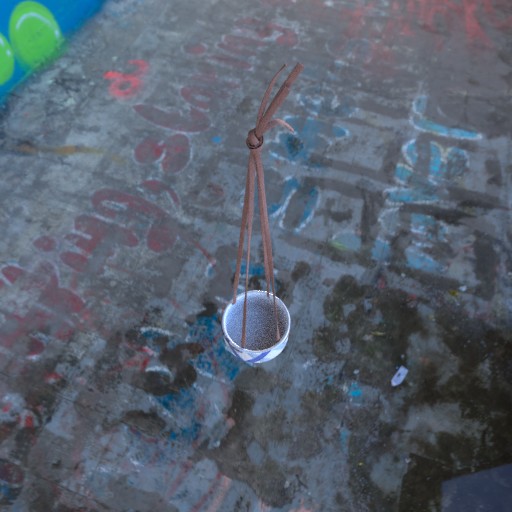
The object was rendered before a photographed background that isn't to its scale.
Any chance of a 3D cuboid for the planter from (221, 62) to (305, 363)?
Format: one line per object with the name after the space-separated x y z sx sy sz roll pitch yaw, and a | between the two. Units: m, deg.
0.000 0.000 0.803 0.166 0.751 0.166 16 59 10 | planter
